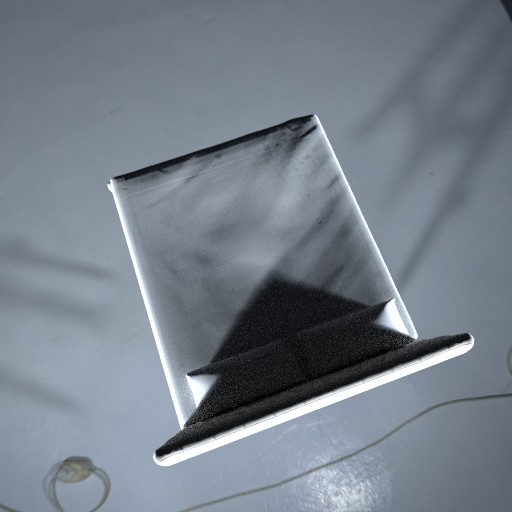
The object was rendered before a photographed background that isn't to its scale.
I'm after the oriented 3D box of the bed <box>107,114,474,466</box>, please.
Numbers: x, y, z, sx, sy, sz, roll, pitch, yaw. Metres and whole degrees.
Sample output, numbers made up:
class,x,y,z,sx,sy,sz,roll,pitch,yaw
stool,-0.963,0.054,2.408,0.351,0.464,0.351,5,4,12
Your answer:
class,x,y,z,sx,sy,sz,roll,pitch,yaw
bed,0.000,0.000,3.604,2.078,1.427,2.387,-19,76,-5
